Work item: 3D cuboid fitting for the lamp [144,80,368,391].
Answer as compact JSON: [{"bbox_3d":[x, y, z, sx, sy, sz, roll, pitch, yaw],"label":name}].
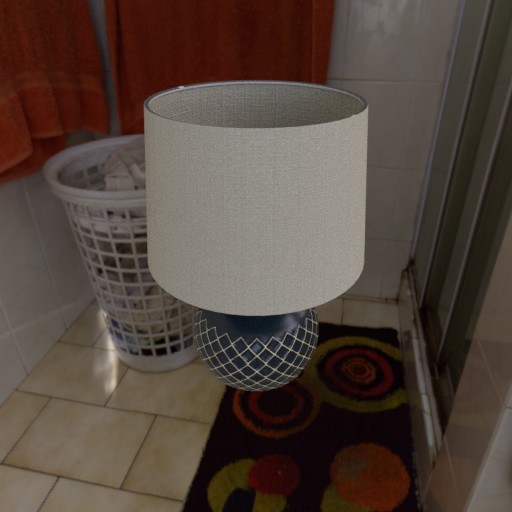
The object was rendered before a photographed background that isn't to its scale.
[{"bbox_3d":[0.000,0.000,0.794,0.376,0.540,0.376,0,31,0],"label":"lamp"}]
